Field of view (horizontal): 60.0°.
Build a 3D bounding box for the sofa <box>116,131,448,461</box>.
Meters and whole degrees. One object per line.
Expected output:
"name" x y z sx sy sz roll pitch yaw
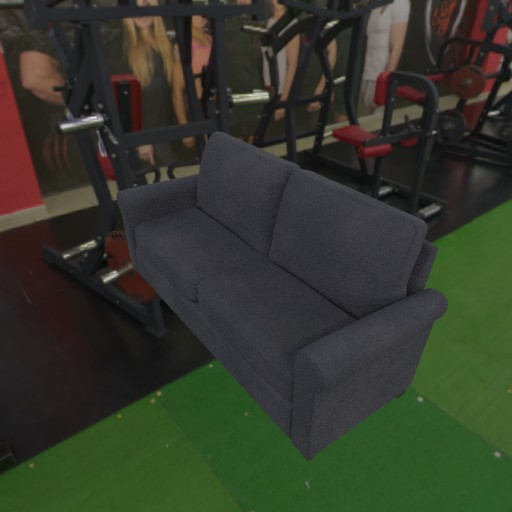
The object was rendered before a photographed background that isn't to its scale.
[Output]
"sofa" 0.000 0.000 2.479 0.842 0.942 1.935 -21 38 -30
